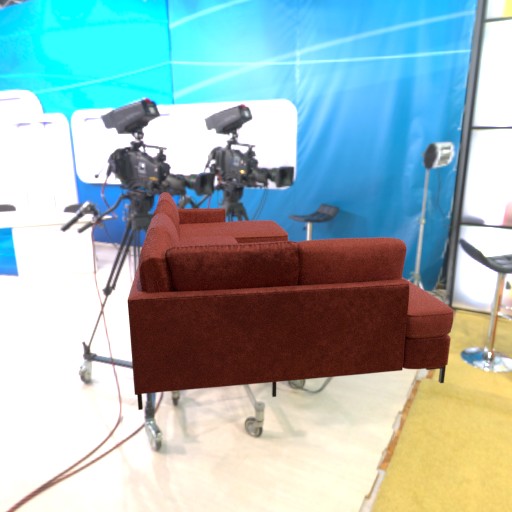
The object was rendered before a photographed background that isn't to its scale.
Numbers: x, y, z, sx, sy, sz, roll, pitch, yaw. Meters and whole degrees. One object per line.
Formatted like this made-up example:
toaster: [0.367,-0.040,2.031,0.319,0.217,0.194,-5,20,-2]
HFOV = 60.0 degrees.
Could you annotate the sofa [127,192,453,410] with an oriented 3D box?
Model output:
sofa: [0.000,0.000,4.325,2.055,0.992,3.434,-3,15,-9]
